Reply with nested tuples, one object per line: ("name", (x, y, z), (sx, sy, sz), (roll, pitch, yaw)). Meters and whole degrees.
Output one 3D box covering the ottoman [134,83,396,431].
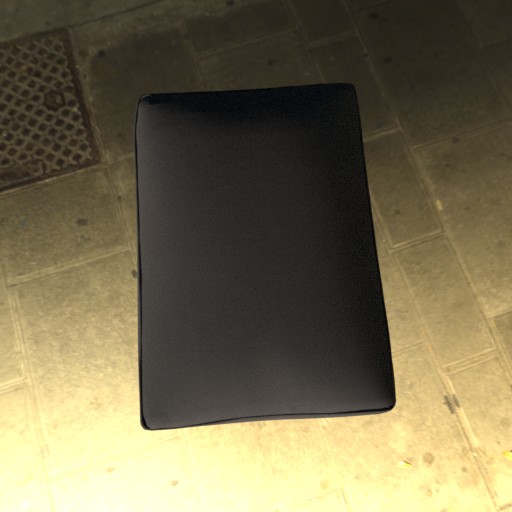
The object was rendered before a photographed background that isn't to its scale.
("ottoman", (0.000, 0.000, 1.005), (0.508, 0.406, 0.686), (-4, 78, -1))
